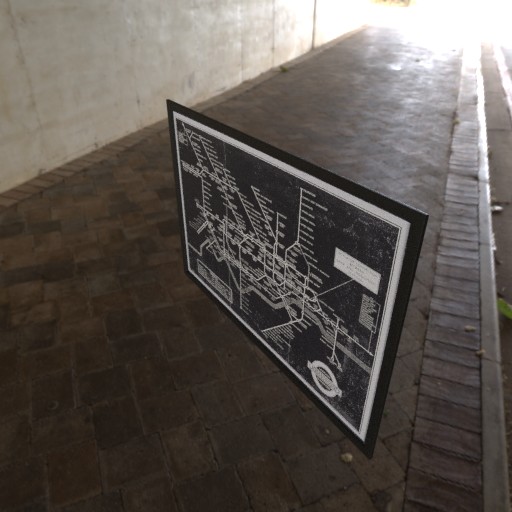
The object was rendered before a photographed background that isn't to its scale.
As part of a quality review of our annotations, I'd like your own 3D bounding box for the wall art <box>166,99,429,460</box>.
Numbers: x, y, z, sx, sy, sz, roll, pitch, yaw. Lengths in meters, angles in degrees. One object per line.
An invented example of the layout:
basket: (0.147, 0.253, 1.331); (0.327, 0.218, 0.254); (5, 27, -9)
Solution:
wall art: (0.000, 0.000, 1.511); (0.013, 0.811, 1.192); (-21, 38, -29)
